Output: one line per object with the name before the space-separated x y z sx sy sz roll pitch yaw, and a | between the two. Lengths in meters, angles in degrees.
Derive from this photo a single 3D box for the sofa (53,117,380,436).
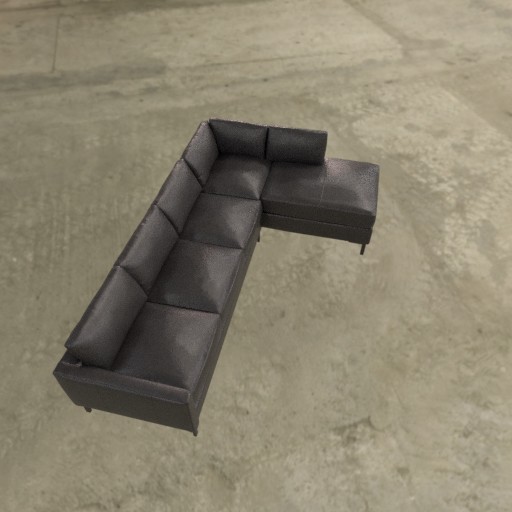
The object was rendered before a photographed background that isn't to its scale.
sofa | 0.000 0.000 3.763 1.938 0.877 2.984 10 47 9
